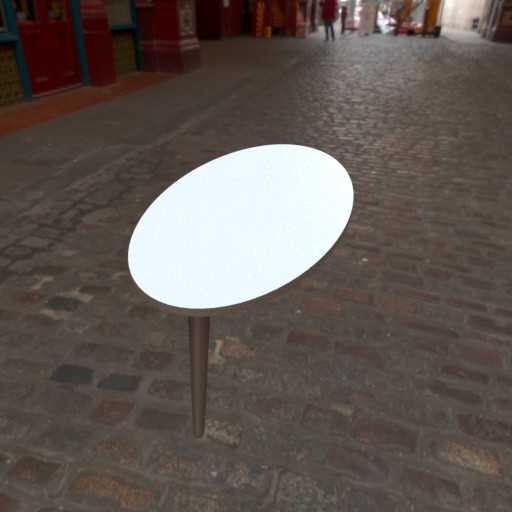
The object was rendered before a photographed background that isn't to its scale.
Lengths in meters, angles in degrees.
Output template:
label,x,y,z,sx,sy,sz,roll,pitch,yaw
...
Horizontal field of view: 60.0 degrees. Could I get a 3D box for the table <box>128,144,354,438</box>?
label,x,y,z,sx,sy,sz,roll,pitch,yaw
table,0.000,0.000,1.360,0.542,0.390,1.083,8,31,13
